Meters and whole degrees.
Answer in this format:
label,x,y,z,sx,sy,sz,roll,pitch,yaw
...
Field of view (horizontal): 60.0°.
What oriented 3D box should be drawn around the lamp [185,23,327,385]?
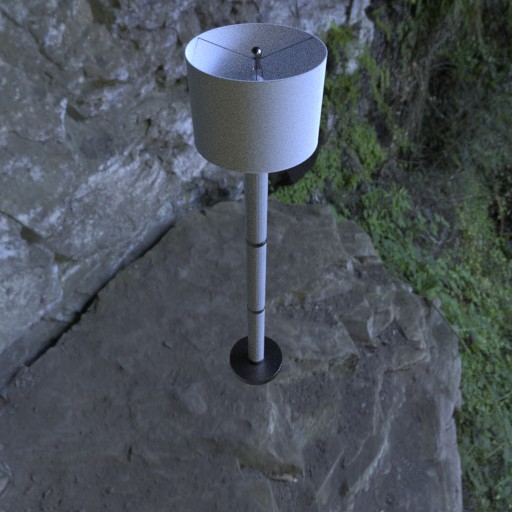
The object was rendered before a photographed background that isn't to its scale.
label,x,y,z,sx,sy,sz,roll,pitch,yaw
lamp,0.000,0.000,1.745,0.377,1.599,0.377,22,51,20
